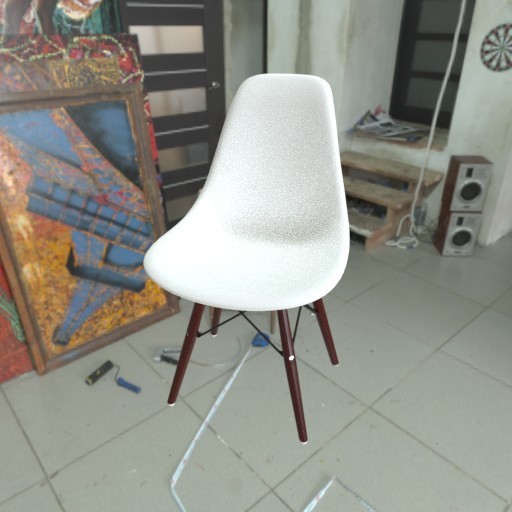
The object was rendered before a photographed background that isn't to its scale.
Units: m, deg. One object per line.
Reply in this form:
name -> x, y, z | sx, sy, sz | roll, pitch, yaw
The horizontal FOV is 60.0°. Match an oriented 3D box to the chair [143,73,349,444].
chair -> 0.000, 0.000, 1.140 | 0.470, 0.826, 0.533 | 9, 29, 17
